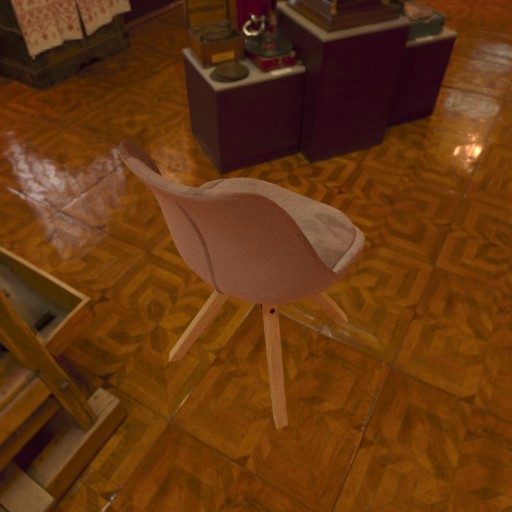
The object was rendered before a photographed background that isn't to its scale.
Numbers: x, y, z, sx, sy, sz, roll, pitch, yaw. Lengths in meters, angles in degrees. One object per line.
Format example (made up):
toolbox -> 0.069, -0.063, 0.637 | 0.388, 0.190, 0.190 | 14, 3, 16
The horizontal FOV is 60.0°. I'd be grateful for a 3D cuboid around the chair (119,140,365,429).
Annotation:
chair -> 0.000, 0.000, 1.164 | 0.485, 0.850, 0.550 | 25, 52, 22
